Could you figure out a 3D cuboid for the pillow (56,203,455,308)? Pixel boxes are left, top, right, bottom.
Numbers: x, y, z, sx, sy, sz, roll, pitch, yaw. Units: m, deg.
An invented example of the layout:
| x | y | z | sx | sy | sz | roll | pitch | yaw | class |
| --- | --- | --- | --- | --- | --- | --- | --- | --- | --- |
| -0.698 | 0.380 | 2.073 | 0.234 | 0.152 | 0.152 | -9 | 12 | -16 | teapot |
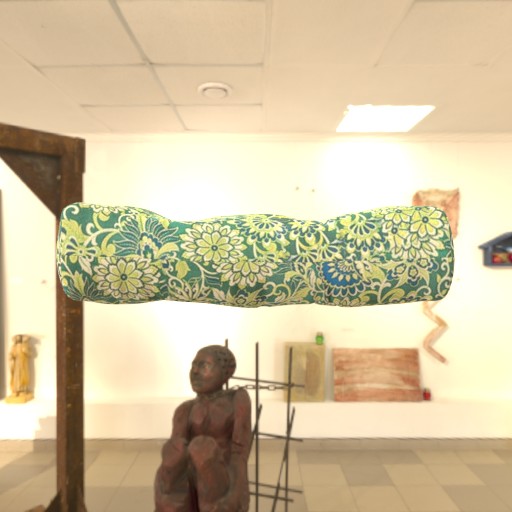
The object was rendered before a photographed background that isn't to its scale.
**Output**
| x | y | z | sx | sy | sz | roll | pitch | yaw | class |
| --- | --- | --- | --- | --- | --- | --- | --- | --- | --- |
| 0.000 | 0.000 | 0.731 | 0.468 | 0.128 | 0.490 | 0 | 1 | 0 | pillow |
